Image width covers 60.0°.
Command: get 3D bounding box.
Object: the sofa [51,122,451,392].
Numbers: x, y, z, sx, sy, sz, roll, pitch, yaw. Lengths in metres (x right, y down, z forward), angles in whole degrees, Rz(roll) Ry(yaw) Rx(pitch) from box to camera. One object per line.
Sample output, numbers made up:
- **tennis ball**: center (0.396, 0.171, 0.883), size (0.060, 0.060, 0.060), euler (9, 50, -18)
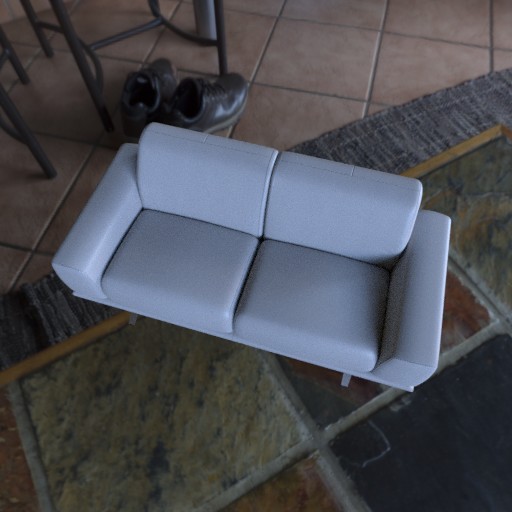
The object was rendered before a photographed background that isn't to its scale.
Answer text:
- **sofa**: center (0.000, 0.000, 2.385), size (1.901, 0.772, 0.900), euler (14, 60, 8)
